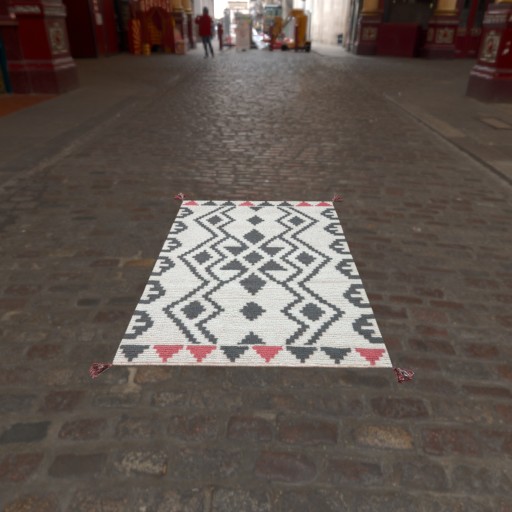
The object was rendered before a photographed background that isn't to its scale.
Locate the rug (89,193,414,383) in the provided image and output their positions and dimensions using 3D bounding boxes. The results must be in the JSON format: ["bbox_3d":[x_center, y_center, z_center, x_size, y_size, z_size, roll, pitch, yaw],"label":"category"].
[{"bbox_3d":[0.000,0.000,3.456,1.741,0.066,2.672,0,28,1],"label":"rug"}]
